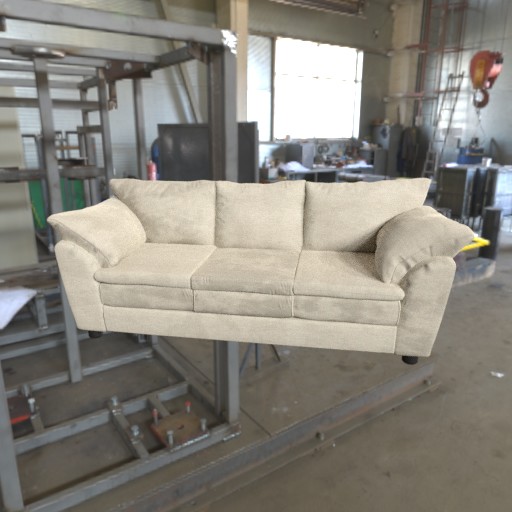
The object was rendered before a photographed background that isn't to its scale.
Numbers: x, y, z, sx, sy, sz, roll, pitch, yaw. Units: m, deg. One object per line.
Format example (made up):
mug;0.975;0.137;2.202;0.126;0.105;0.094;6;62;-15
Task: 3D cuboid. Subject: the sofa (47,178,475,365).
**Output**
sofa;0.000;0.000;2.859;2.377;0.981;0.893;3;16;10
